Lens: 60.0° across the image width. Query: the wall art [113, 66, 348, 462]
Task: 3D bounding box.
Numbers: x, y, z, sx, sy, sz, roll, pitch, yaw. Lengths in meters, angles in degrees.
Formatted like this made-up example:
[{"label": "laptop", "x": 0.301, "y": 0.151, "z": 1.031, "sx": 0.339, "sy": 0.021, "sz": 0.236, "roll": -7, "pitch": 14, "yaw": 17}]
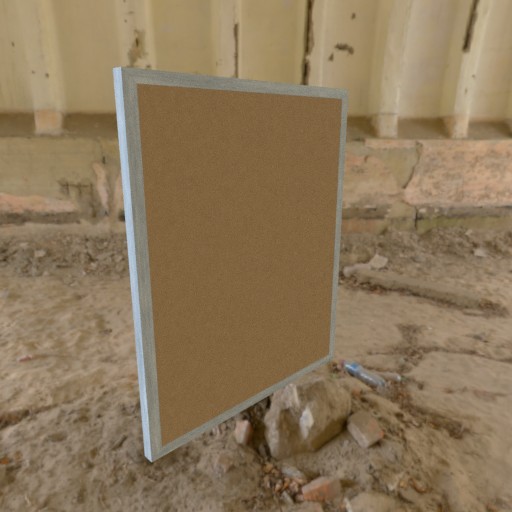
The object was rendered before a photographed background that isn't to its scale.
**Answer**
[{"label": "wall art", "x": 0.000, "y": 0.000, "z": 0.790, "sx": 0.479, "sy": 0.582, "sz": 0.022, "roll": -15, "pitch": 22, "yaw": -42}]
